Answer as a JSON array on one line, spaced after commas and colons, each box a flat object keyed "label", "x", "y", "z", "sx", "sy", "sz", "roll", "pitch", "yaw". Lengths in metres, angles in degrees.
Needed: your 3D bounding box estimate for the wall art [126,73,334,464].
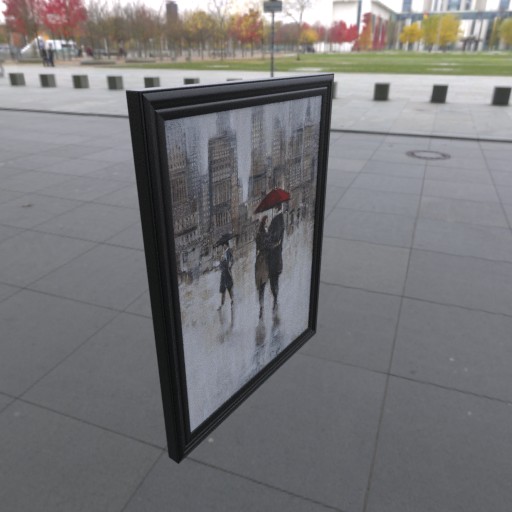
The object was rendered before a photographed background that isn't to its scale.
[{"label": "wall art", "x": 0.000, "y": 0.000, "z": 1.610, "sx": 0.053, "sy": 1.194, "sz": 0.950, "roll": 17, "pitch": 30, "yaw": 32}]
